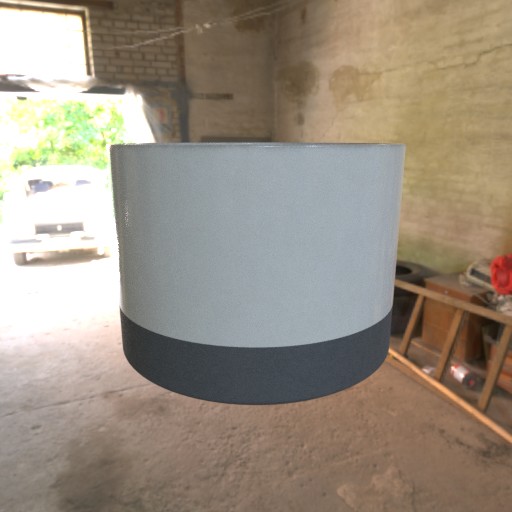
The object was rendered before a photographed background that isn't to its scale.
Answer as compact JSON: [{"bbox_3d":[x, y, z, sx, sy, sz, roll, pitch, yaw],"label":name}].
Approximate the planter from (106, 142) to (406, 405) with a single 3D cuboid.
[{"bbox_3d":[0.000,0.000,0.213,0.128,0.105,0.128,0,15,0],"label":"planter"}]
